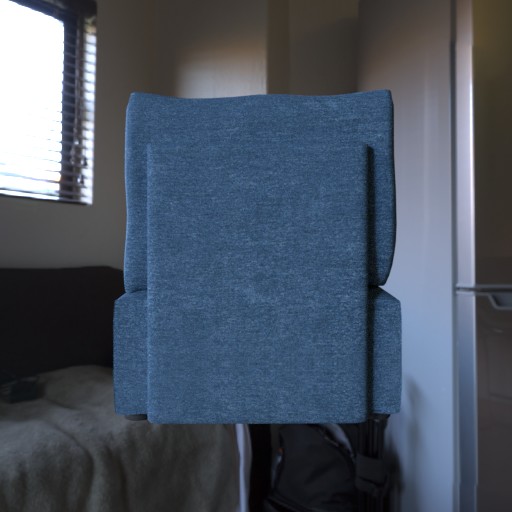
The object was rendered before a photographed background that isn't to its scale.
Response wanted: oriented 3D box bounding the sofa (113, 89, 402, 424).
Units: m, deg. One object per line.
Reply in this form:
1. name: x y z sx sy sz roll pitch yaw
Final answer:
1. sofa: 0.000 0.000 1.535 0.700 0.820 1.000 0 -1 -1
